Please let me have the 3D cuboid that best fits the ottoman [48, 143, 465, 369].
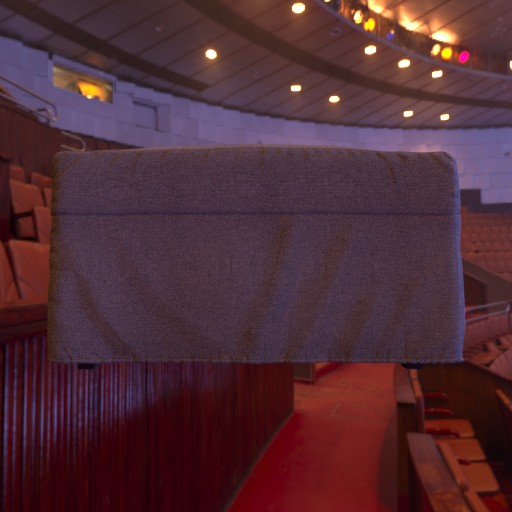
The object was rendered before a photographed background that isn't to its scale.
[{"bbox_3d":[0.000,0.000,1.190,0.833,0.492,0.652,0,-2,0],"label":"ottoman"}]
